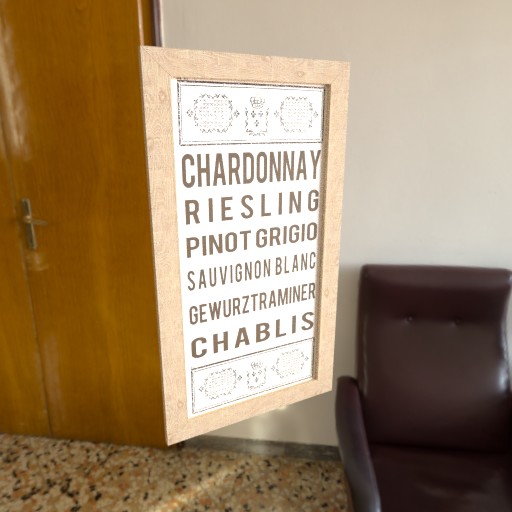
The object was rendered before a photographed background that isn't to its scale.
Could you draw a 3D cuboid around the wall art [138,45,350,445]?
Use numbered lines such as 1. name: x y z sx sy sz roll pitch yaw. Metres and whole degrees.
1. wall art: 0.000 0.000 0.821 0.381 0.683 0.013 -9 19 -27
